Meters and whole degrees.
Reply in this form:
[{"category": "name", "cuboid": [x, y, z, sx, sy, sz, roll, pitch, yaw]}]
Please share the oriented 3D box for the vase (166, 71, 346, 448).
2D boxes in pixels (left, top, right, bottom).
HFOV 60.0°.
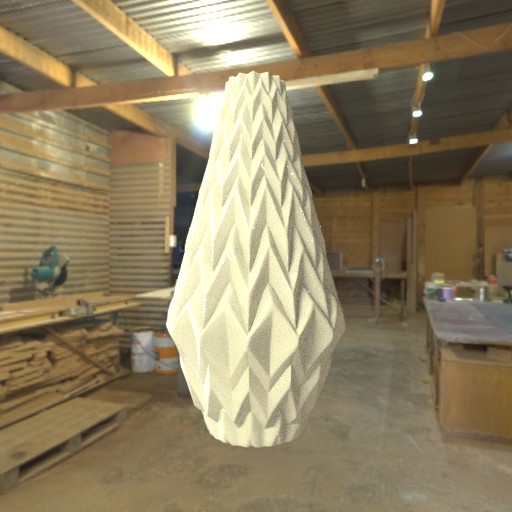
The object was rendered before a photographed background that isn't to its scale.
[{"category": "vase", "cuboid": [0.000, 0.000, 0.422, 0.167, 0.328, 0.167, 0, 1, 0]}]
